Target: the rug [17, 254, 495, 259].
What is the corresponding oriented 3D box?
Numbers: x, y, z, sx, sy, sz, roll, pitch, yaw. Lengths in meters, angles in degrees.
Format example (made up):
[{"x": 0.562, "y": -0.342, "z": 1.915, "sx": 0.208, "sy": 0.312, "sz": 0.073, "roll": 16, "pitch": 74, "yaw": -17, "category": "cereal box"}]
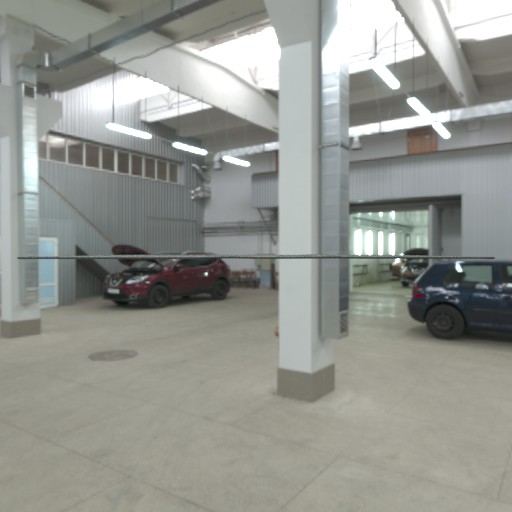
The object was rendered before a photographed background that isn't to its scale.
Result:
[{"x": 0.000, "y": 0.000, "z": 4.051, "sx": 3.068, "sy": 0.021, "sz": 2.456, "roll": 0, "pitch": 0, "yaw": -1, "category": "rug"}]
